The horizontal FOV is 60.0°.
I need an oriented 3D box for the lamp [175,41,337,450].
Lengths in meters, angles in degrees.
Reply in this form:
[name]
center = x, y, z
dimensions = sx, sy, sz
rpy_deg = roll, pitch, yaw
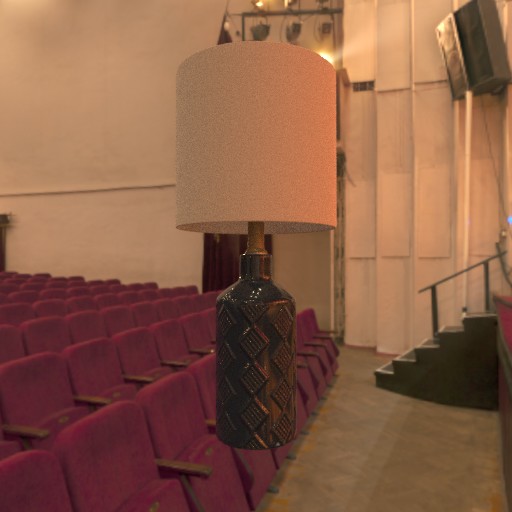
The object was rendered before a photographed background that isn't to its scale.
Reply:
[lamp]
center = 0.000, 0.000, 0.577
dimensions = 0.207, 0.461, 0.207
rpy_deg = 0, -1, 18
